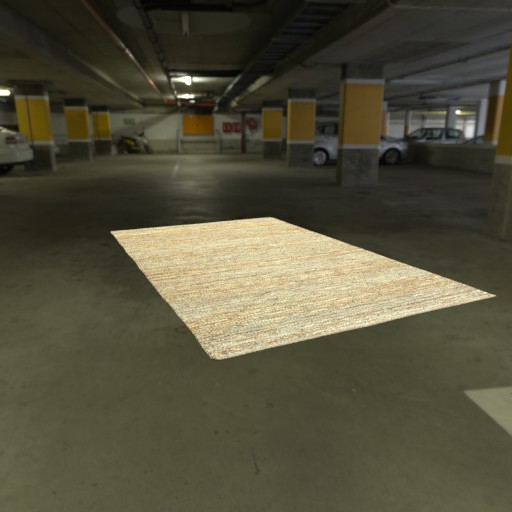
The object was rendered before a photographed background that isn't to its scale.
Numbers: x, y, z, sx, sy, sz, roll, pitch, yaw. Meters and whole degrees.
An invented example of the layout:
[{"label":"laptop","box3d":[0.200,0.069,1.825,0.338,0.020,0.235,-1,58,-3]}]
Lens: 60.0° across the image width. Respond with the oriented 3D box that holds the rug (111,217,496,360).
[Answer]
[{"label":"rug","box3d":[0.000,0.000,2.978,1.529,0.009,2.446,-7,17,-25]}]
